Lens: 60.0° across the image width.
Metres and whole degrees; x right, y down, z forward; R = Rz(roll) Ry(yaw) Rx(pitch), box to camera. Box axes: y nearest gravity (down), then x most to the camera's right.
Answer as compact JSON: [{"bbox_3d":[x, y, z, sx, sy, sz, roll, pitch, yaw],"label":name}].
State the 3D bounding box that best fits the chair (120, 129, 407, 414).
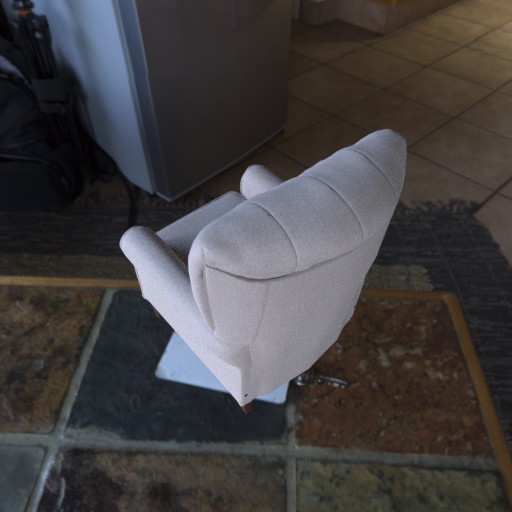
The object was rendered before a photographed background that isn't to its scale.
[{"bbox_3d":[0.000,0.000,1.966,0.942,1.209,1.025,-32,55,-26],"label":"chair"}]
